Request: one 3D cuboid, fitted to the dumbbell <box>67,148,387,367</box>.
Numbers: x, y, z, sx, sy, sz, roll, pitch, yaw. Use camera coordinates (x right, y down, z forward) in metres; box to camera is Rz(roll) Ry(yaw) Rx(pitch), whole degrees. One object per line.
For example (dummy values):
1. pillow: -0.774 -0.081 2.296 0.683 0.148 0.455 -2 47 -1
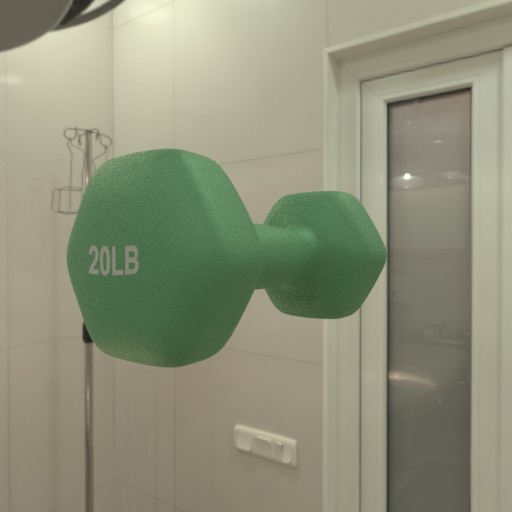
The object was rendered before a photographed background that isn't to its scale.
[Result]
1. dumbbell: 0.000 0.000 0.334 0.129 0.117 0.260 1 1 36
